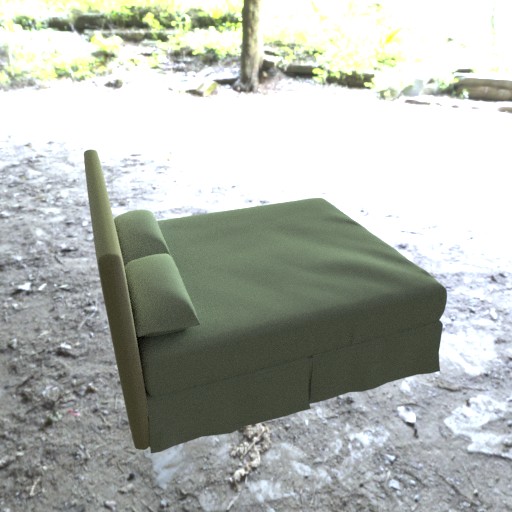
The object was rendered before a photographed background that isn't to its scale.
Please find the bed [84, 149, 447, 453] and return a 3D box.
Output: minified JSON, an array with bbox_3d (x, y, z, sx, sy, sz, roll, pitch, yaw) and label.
[{"bbox_3d":[0.000,0.000,3.252,2.142,1.330,1.884,-10,31,-18],"label":"bed"}]
